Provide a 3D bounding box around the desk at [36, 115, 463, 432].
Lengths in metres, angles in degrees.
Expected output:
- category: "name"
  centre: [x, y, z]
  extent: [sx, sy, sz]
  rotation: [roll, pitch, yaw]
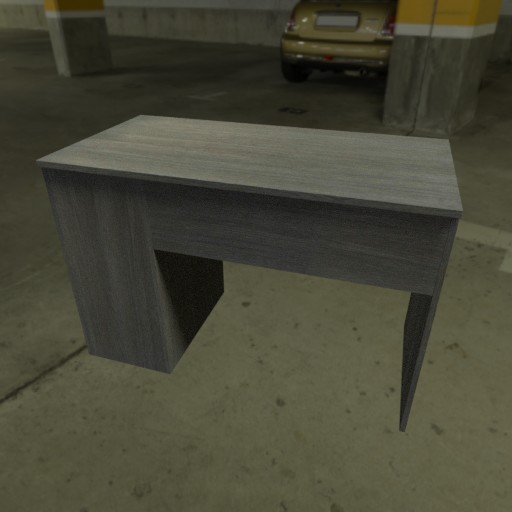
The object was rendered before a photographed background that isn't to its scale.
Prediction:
- category: "desk"
  centre: [0.000, 0.000, 1.491]
  extent: [1.096, 0.730, 0.560]
  rotation: [9, 32, 15]
